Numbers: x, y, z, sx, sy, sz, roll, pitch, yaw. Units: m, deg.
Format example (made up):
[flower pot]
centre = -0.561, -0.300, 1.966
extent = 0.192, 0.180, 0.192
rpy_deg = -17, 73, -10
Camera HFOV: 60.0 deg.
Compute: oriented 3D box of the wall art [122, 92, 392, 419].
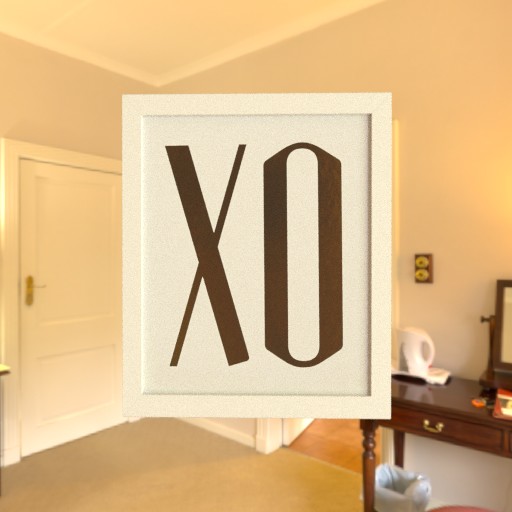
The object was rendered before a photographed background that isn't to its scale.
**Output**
[wall art]
centre = 0.000, 0.000, 0.741
extent = 0.444, 0.536, 0.020
rpy_deg = 0, 0, 1
